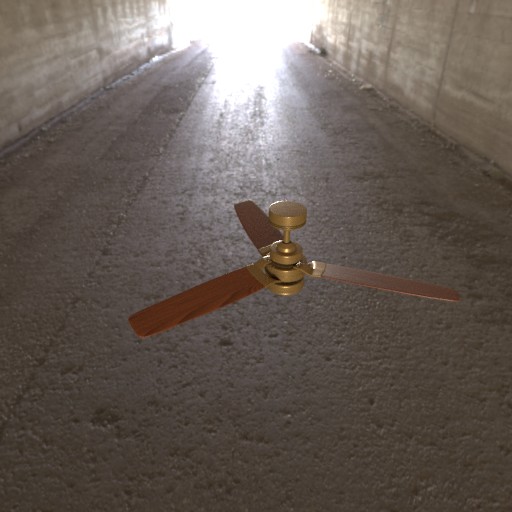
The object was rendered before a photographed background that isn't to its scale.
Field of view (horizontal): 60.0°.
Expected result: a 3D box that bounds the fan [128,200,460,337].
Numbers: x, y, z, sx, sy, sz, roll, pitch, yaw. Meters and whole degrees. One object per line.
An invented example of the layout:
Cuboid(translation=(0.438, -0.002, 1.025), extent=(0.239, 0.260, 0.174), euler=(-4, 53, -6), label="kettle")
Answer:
Cuboid(translation=(0.000, 0.000, 2.059), extent=(1.271, 0.425, 1.416), euler=(-21, 37, -31), label="fan")
